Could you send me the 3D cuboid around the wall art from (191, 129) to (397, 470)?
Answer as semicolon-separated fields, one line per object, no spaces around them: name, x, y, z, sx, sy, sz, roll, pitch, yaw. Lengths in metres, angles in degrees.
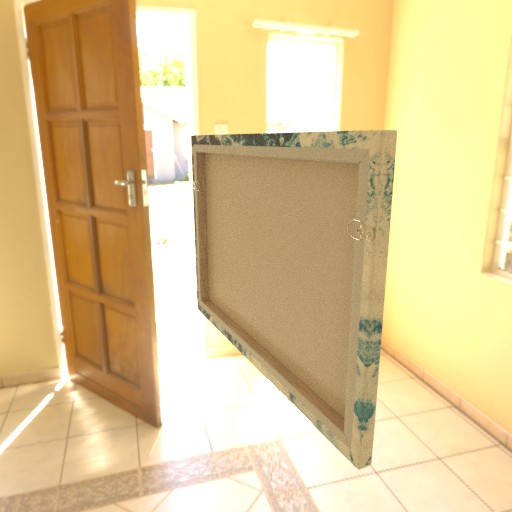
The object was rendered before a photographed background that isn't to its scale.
wall art;0.000;0.000;1.910;0.055;1.017;1.524;-7;16;-25
